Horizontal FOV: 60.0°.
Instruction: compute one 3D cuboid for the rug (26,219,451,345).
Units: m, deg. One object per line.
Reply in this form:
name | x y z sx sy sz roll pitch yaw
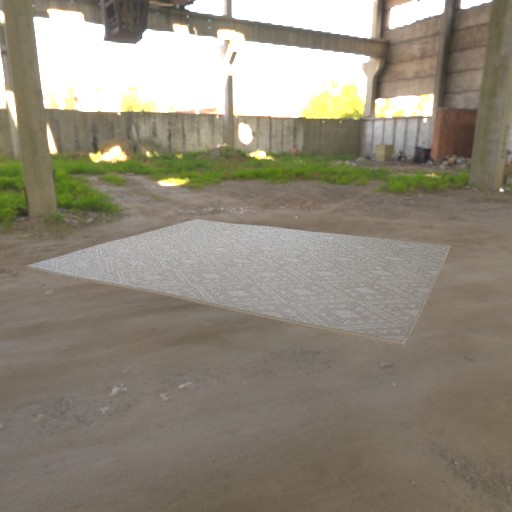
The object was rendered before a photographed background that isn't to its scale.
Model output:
rug | 0.000 0.000 3.976 3.011 0.054 2.399 8 17 27
